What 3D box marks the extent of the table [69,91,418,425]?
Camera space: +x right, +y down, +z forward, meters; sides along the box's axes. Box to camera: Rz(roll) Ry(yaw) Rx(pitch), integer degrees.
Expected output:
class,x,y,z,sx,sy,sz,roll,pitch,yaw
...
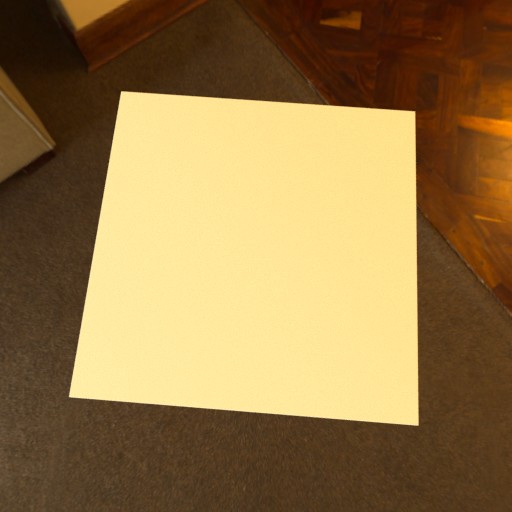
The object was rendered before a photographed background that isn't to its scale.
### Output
class,x,y,z,sx,sy,sz,roll,pitch,yaw
table,0.000,0.000,1.380,0.890,0.305,0.890,4,76,1
